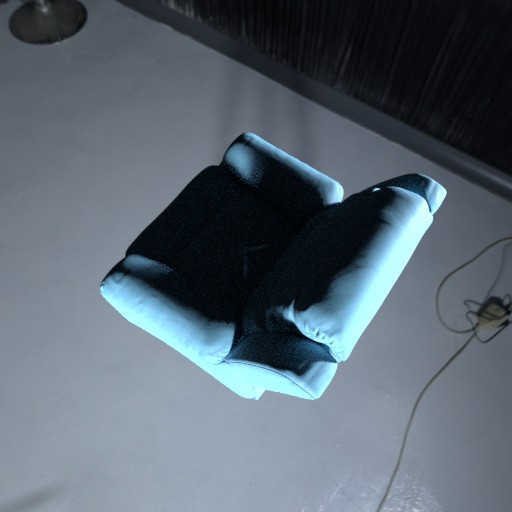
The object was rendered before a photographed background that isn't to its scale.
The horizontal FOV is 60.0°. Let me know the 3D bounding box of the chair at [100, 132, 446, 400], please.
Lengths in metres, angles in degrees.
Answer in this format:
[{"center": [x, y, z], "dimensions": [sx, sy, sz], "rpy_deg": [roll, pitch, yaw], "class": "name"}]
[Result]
[{"center": [0.000, 0.000, 1.262], "dimensions": [0.709, 0.702, 0.680], "rpy_deg": [32, 67, 15], "class": "chair"}]
